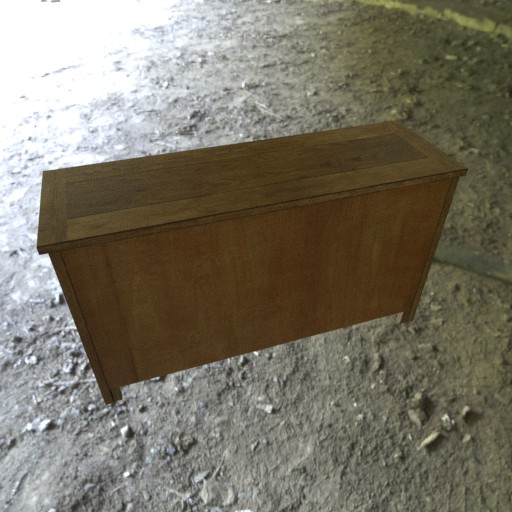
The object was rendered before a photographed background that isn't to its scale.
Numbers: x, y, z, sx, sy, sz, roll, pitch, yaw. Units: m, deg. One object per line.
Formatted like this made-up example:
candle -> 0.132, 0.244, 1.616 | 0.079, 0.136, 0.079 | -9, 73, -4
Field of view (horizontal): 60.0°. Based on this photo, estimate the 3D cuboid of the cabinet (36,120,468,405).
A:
cabinet -> 0.000, 0.000, 1.869 | 1.474, 0.813, 0.480 | -12, 41, -14
